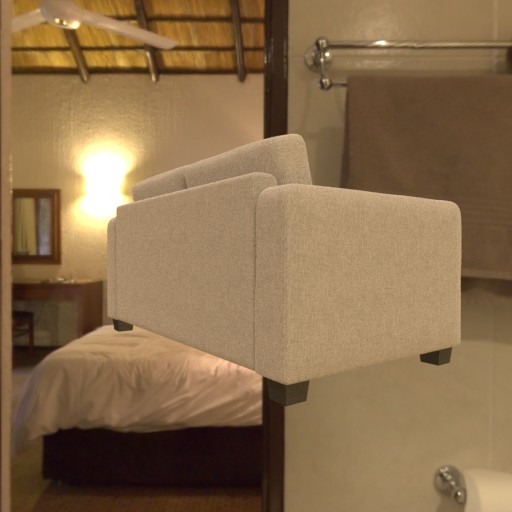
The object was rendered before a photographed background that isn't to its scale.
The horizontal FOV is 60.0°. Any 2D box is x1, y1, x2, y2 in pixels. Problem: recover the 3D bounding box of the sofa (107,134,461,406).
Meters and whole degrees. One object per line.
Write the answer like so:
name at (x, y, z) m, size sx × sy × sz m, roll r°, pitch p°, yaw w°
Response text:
sofa at (0.000, 0.000, 2.032) m, size 0.900 × 0.800 × 1.540 m, roll -1°, pitch 1°, yaw -36°
